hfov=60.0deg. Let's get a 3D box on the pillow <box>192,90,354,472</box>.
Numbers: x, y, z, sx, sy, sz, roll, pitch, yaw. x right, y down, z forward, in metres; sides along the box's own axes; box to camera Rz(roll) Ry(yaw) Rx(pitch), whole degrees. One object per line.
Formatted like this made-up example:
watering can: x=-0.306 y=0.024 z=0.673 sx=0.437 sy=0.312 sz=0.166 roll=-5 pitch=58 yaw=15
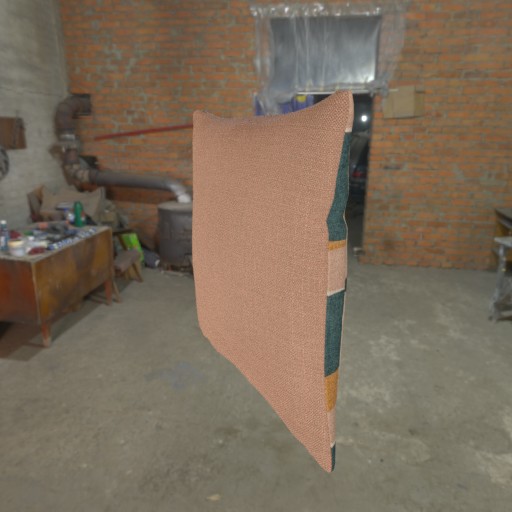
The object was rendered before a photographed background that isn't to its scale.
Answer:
pillow: x=0.000 y=0.000 z=0.731 sx=0.158 sy=0.479 sz=0.478 roll=-8 pitch=17 yaw=-26
